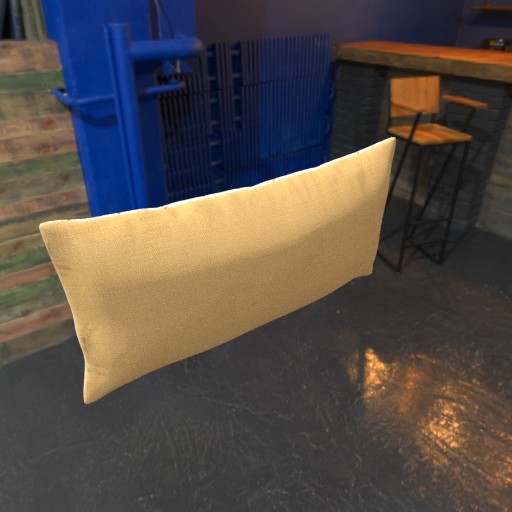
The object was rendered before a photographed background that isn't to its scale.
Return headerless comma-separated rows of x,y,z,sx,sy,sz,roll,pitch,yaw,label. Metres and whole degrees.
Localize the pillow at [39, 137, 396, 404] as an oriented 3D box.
0.000,0.000,0.721,0.608,0.291,0.151,-20,36,-30,pillow
